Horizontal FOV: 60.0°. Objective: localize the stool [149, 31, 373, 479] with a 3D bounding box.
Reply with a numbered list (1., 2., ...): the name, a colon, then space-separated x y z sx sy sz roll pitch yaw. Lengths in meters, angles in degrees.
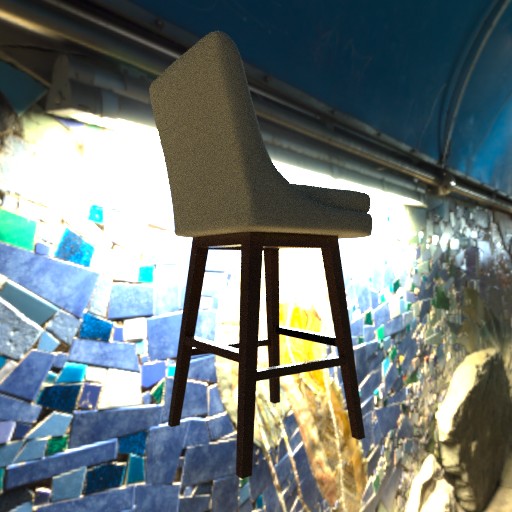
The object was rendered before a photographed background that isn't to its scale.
1. stool: 0.000 0.000 1.372 0.559 1.093 0.483 1 -1 -35
